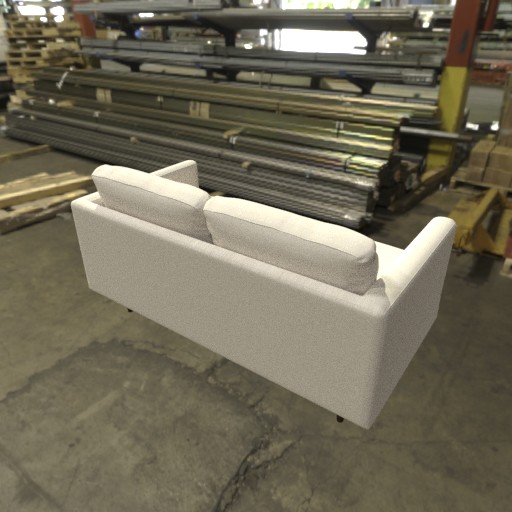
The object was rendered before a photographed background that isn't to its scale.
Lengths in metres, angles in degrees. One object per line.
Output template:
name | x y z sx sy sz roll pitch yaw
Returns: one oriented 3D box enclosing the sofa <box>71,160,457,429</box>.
sofa | 0.000 0.000 2.298 1.713 0.893 0.940 19 35 31
